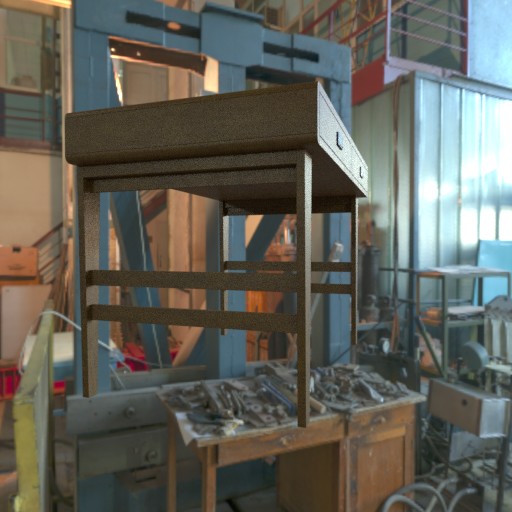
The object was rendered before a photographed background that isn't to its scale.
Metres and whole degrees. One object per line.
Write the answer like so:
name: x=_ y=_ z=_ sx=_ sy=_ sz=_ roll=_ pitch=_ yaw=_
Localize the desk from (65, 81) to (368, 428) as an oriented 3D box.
desk: x=0.000 y=0.000 z=1.533 sx=0.660 sy=0.754 sz=1.066 roll=0 pitch=1 yaw=20
